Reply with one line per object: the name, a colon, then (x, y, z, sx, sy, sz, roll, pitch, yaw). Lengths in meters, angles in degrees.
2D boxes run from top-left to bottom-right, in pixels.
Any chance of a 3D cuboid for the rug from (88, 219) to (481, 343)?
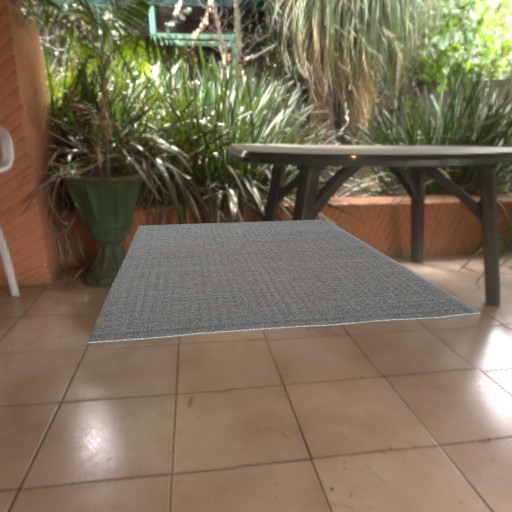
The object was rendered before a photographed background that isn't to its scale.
rug: (0.000, 0.000, 4.182, 2.443, 0.007, 3.200, -3, 16, -9)
